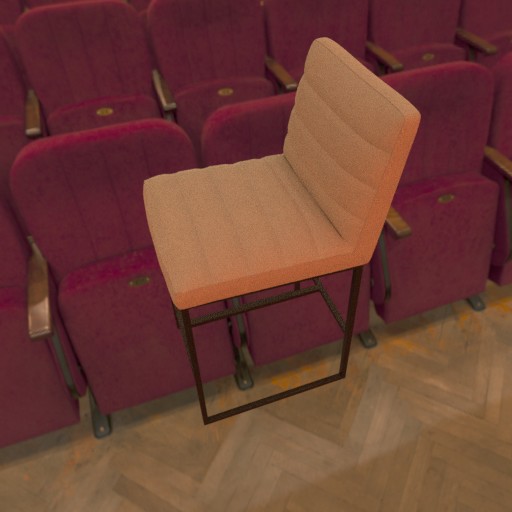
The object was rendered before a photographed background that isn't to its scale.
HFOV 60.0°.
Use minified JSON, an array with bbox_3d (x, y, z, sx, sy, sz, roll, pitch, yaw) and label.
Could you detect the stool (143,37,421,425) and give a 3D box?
[{"bbox_3d":[0.000,0.000,1.336,0.573,1.061,0.464,-14,48,-13],"label":"stool"}]
